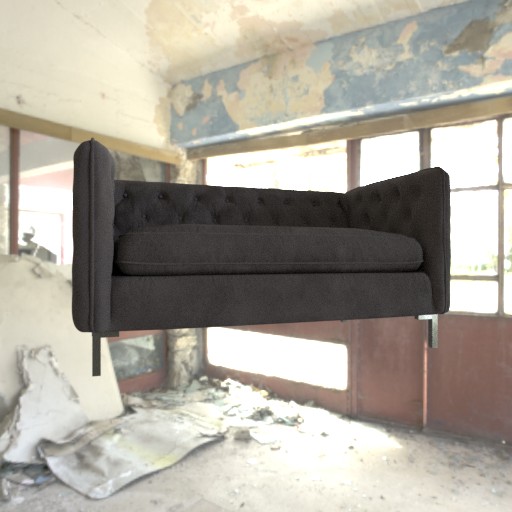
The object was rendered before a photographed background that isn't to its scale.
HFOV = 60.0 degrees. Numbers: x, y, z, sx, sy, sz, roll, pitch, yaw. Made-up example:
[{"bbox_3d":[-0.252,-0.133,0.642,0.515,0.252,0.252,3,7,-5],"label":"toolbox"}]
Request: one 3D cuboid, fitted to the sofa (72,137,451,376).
[{"bbox_3d":[0.000,0.000,2.110,1.583,0.810,0.909,0,0,-19],"label":"sofa"}]
